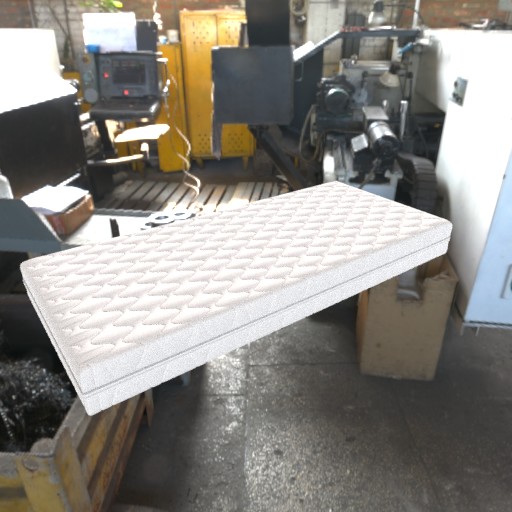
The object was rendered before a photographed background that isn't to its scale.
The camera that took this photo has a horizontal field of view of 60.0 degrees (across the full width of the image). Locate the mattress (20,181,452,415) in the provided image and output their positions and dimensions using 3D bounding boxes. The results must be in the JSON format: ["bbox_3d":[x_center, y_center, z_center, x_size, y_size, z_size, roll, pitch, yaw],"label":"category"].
[{"bbox_3d":[0.000,0.000,2.234,2.000,0.200,0.900,-19,33,-31],"label":"mattress"}]
